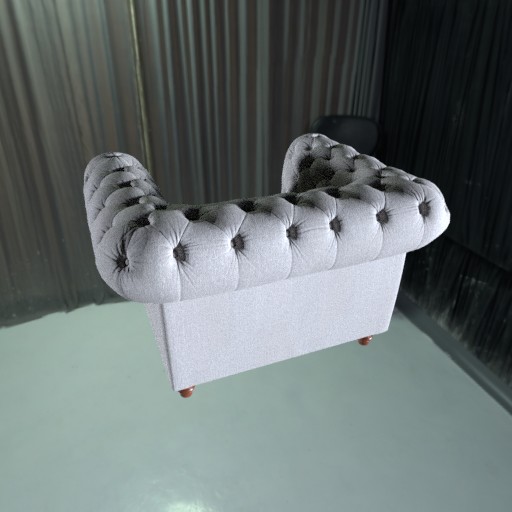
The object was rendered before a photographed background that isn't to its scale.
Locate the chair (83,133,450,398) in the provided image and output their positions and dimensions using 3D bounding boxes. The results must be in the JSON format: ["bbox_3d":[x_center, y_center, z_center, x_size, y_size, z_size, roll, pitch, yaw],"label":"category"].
[{"bbox_3d":[0.000,0.000,1.886,1.270,0.770,0.976,-11,30,-19],"label":"chair"}]
